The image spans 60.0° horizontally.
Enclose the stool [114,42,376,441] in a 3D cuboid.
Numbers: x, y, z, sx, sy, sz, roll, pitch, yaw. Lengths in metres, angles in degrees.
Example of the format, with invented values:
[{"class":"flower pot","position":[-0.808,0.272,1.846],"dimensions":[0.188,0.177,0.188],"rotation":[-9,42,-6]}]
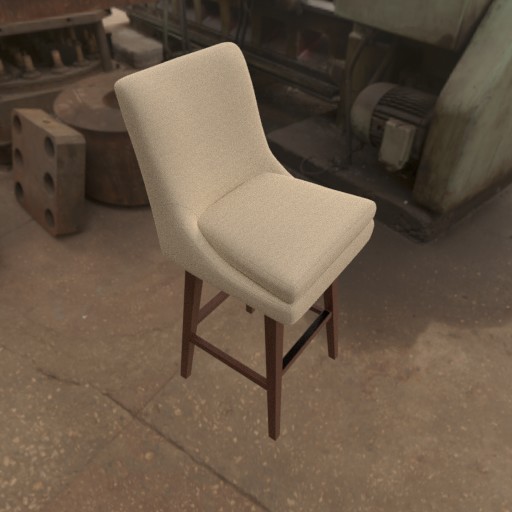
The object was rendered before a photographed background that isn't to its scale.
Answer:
[{"class":"stool","position":[0.000,0.000,1.388],"dimensions":[0.559,1.093,0.483],"rotation":[25,46,27]}]
